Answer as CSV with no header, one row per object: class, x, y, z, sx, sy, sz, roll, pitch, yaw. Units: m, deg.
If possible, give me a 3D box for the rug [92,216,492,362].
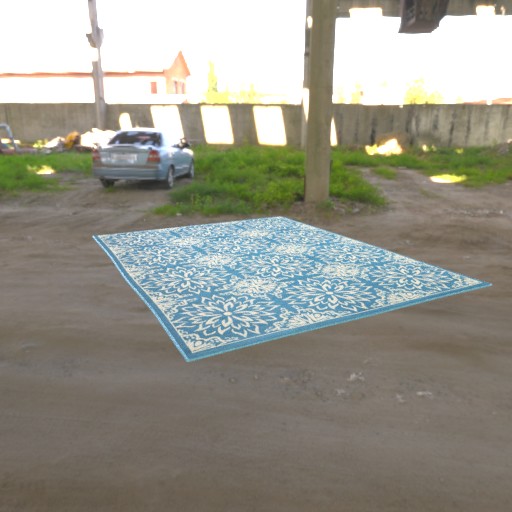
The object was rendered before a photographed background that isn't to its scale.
rug,0.000,0.000,3.968,2.350,0.018,2.964,-8,18,-27
